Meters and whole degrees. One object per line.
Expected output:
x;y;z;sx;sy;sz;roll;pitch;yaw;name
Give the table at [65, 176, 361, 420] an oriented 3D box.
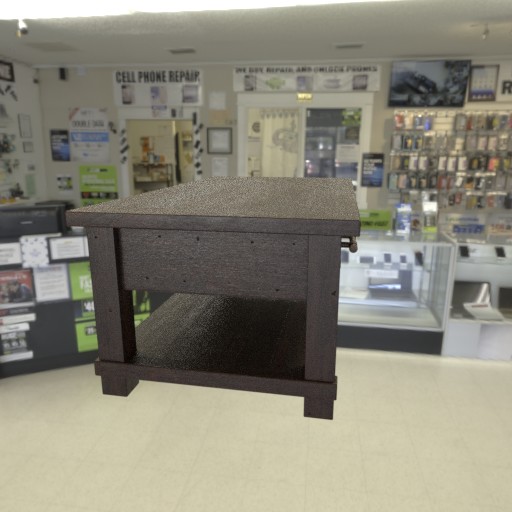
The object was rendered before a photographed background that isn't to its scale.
0.000;0.000;1.640;0.700;0.494;1.270;3;14;11;table
